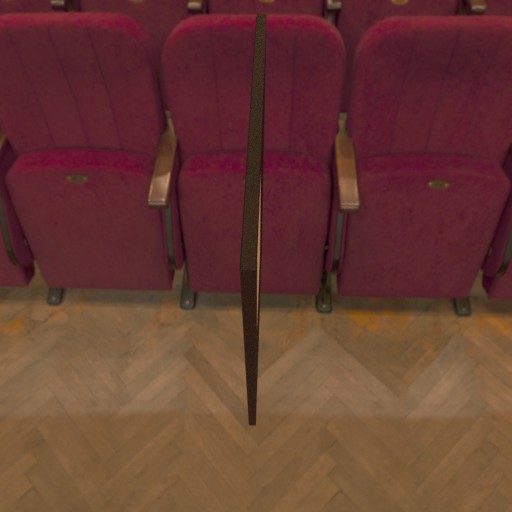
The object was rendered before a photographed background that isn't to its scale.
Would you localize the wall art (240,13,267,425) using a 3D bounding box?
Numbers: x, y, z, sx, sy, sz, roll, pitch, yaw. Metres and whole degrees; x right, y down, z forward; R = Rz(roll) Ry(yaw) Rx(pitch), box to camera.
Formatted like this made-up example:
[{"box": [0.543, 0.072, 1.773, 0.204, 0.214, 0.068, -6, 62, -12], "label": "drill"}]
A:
[{"box": [0.000, 0.000, 0.642, 0.013, 0.508, 0.359, 2, 57, 1], "label": "wall art"}]
